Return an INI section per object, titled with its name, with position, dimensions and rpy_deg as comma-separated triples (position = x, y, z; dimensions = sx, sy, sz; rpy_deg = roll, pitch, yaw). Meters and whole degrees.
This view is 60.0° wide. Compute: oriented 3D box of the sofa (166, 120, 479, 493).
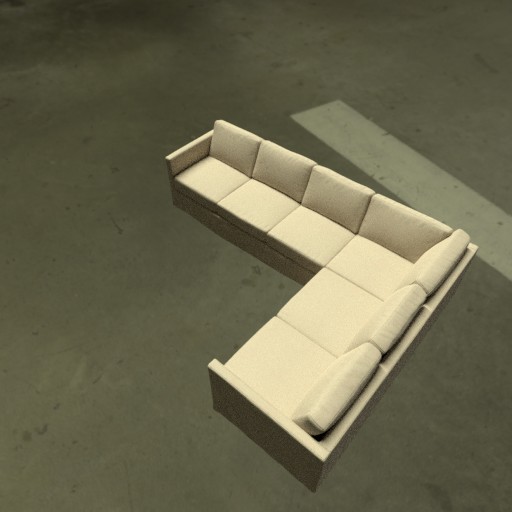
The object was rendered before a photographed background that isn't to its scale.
[sofa]
position = 0.000, 0.000, 4.195
dimensions = 3.182, 0.871, 2.432
rpy_deg = 32, 55, 27
